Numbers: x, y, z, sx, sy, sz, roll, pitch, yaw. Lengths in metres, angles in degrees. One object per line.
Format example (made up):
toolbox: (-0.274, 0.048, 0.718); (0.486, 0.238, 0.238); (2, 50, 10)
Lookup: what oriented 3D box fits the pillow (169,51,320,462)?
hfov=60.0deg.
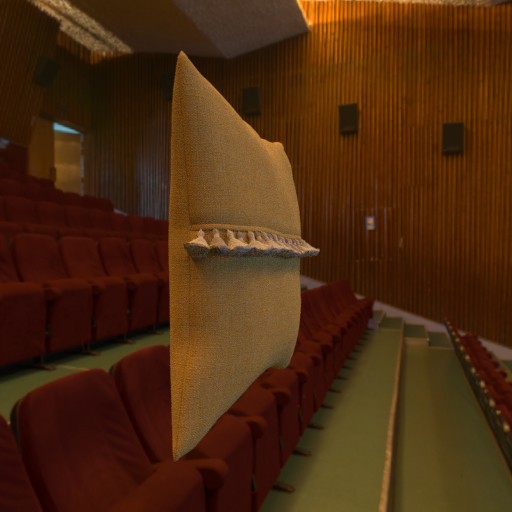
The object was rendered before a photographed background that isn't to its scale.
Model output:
pillow: (0.000, 0.000, 0.734); (0.167, 0.481, 0.485); (0, 0, 19)
